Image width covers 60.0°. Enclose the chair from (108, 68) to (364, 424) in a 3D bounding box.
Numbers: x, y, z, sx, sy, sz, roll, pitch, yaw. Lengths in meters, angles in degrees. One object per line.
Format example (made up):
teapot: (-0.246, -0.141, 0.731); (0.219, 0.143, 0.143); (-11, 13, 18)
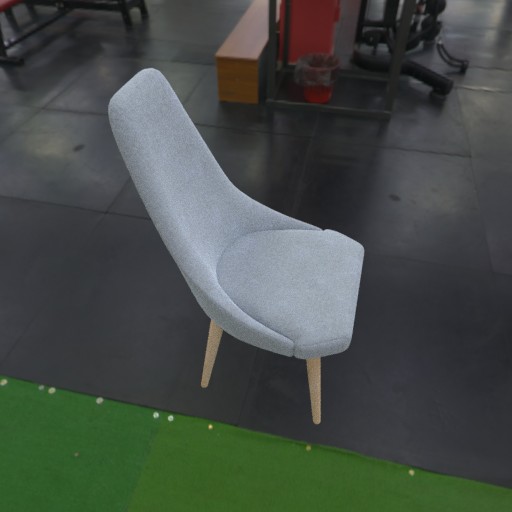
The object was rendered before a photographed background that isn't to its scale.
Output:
chair: (0.000, 0.000, 1.389); (0.660, 1.040, 0.510); (11, 47, 11)
